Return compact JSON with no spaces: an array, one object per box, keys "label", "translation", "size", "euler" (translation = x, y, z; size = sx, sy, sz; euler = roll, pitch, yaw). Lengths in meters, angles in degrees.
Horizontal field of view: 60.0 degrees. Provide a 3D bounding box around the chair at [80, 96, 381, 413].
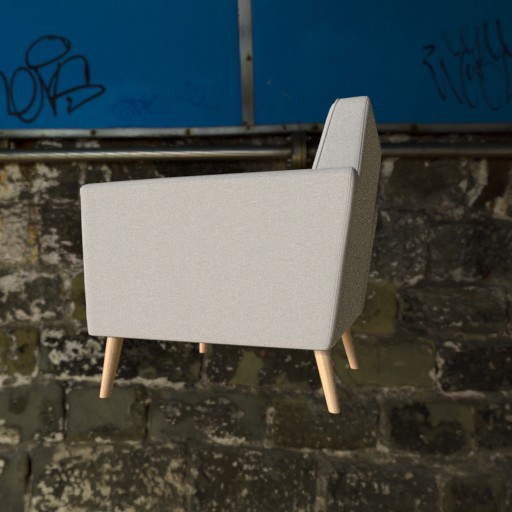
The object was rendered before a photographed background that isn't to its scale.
[{"label":"chair","translation":[0.000,0.000,1.419],"size":[0.750,0.780,0.780],"euler":[0,-1,19]}]
